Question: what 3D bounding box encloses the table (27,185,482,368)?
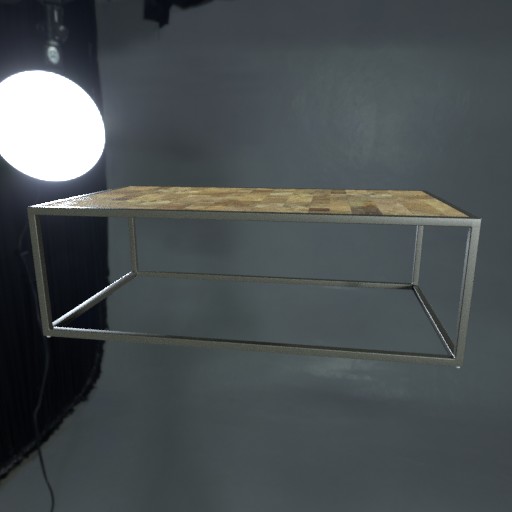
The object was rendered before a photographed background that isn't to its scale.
[{"bbox_3d":[0.000,0.000,1.510,1.199,0.398,0.649,2,15,9],"label":"table"}]
